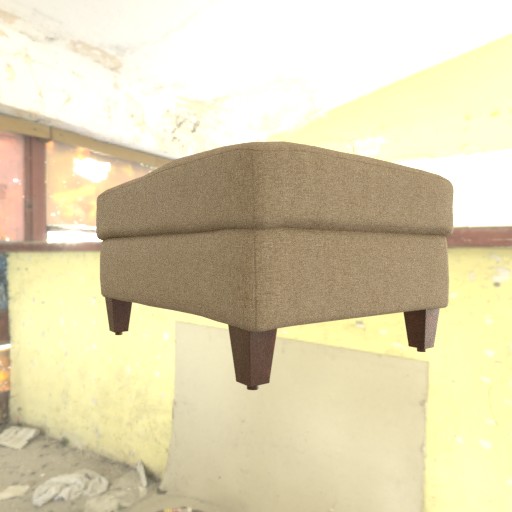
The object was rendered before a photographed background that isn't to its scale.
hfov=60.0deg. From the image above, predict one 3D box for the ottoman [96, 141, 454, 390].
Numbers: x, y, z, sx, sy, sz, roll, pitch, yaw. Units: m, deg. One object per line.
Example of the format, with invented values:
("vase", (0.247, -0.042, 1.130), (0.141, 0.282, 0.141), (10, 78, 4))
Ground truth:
("ottoman", (0.000, 0.000, 1.314), (0.692, 0.511, 0.889), (0, 0, -37))
